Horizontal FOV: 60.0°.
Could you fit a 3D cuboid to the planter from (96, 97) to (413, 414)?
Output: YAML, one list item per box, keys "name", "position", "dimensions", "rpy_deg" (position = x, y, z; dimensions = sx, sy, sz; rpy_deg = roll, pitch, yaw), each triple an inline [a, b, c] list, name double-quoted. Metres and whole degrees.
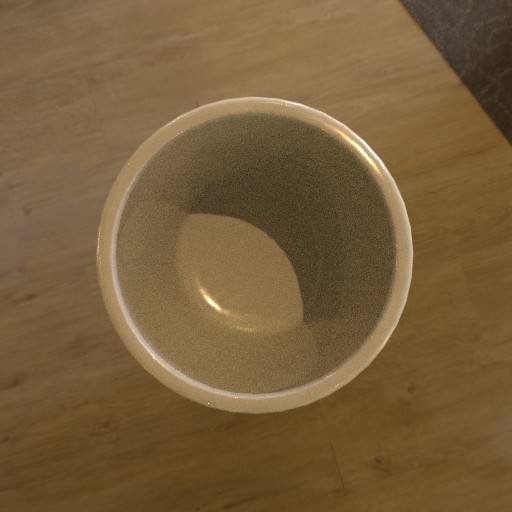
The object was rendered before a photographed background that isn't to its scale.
- name: "planter"
  position: [0.000, 0.000, 0.567]
  dimensions: [0.265, 0.404, 0.265]
  rpy_deg: [0, 90, 0]
